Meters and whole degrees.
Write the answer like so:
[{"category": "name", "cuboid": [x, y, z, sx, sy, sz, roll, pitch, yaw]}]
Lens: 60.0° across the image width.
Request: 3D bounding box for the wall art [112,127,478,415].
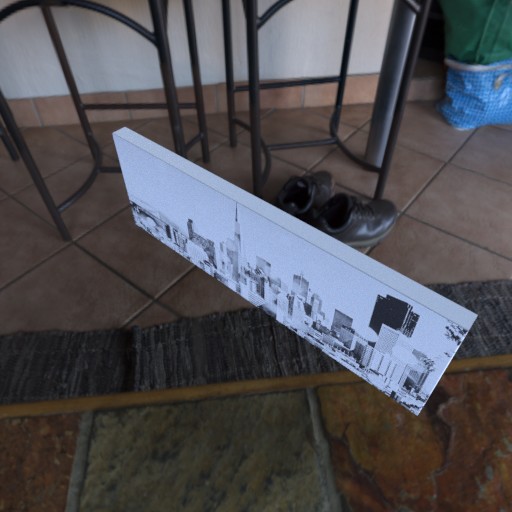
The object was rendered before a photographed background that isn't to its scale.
[{"category": "wall art", "cuboid": [0.000, 0.000, 0.860, 0.766, 0.256, 0.036, 32, 54, 27]}]
